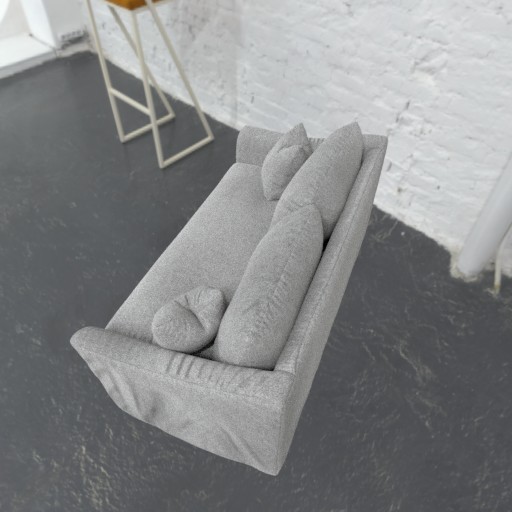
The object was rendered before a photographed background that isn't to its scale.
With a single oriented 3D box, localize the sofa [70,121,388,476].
[{"bbox_3d":[0.000,0.000,2.640,1.072,1.018,2.010,17,49,15],"label":"sofa"}]
